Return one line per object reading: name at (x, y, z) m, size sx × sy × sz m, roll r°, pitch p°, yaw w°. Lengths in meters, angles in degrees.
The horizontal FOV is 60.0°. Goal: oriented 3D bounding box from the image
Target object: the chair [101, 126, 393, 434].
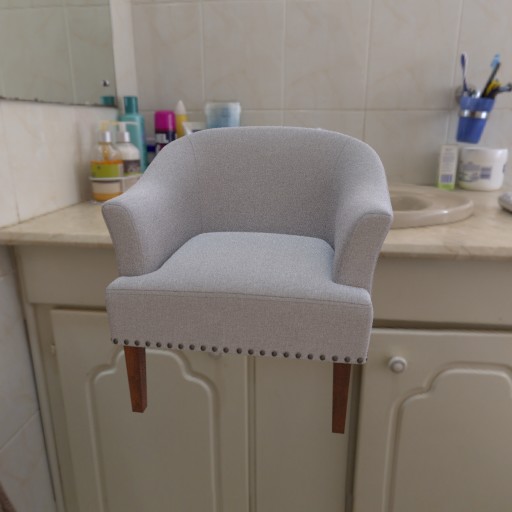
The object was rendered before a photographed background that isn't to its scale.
chair at (0.000, 0.000, 1.443) m, size 0.798 × 0.815 × 0.704 m, roll 3°, pitch 16°, yaw 9°
